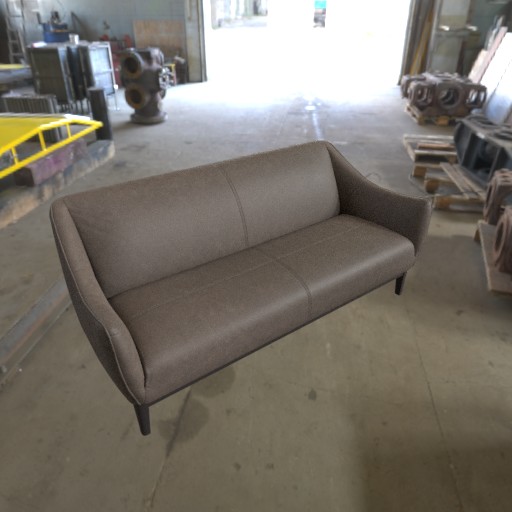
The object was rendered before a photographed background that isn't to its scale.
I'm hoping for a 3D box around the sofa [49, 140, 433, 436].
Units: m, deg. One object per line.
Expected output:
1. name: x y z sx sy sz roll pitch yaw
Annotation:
1. sofa: 0.000 0.000 2.389 1.928 0.831 0.869 -21 35 -32
